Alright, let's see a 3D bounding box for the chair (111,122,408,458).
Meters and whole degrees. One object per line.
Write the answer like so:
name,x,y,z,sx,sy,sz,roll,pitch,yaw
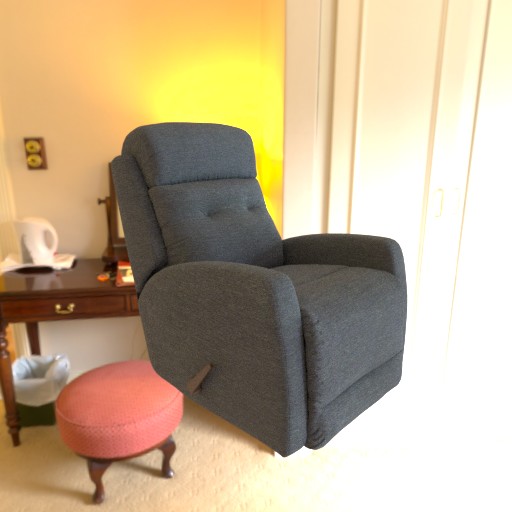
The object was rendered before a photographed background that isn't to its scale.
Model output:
chair,0.000,0.000,1.721,1.043,1.013,0.798,14,21,43
